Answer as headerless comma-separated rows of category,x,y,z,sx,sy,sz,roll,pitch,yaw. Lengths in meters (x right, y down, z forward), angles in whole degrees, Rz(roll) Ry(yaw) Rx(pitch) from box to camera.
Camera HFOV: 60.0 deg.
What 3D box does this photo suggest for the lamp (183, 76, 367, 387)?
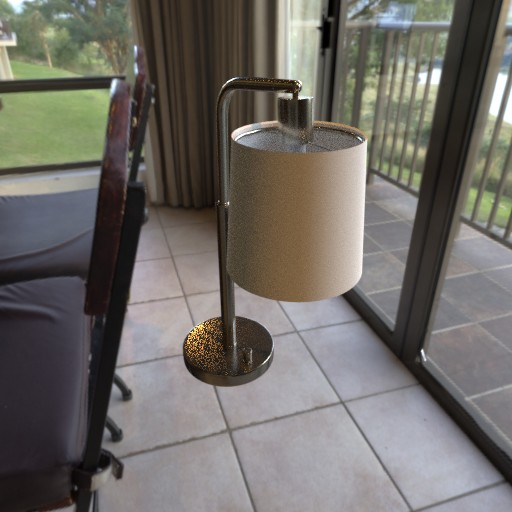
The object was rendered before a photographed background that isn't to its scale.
lamp,0.000,0.000,0.635,0.171,0.489,0.333,-20,35,-31
